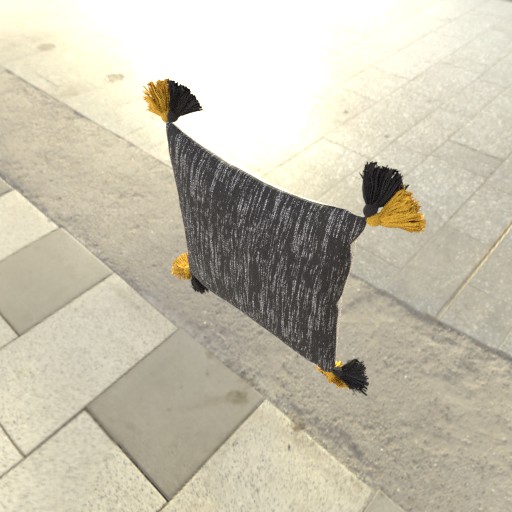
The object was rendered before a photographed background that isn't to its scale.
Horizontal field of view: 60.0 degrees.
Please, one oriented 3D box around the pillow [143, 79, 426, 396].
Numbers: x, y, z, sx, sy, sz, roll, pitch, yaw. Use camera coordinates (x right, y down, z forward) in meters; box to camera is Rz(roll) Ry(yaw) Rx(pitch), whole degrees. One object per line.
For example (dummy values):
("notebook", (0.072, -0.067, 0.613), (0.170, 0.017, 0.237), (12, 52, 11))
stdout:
("pillow", (0.000, 0.000, 0.979), (0.654, 0.659, 0.139), (32, 54, 26))
